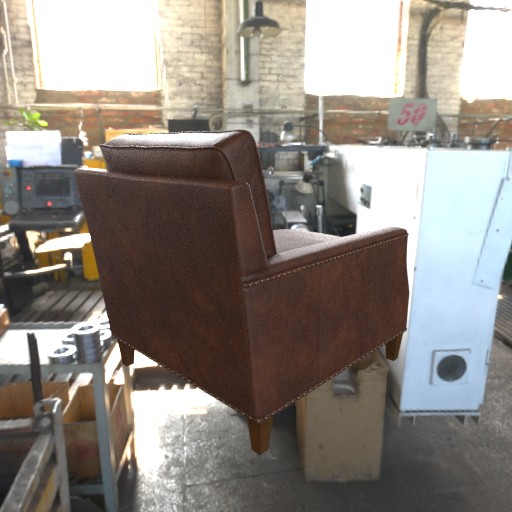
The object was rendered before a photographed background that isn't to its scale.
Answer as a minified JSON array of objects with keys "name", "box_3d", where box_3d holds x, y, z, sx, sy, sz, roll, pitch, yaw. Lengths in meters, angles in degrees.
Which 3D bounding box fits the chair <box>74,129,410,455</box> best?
[{"name":"chair","box_3d":[0.000,0.000,1.733,0.853,0.929,1.014,14,20,43]}]
